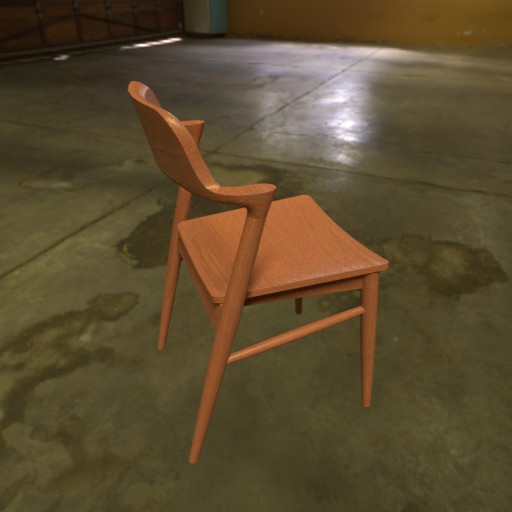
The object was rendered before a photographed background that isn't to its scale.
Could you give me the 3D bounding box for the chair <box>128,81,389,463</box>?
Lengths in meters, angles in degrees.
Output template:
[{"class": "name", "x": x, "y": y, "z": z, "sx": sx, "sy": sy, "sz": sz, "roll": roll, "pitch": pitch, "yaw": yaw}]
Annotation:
[{"class": "chair", "x": 0.000, "y": 0.000, "z": 1.090, "sx": 0.499, "sy": 0.801, "sz": 0.496, "roll": -11, "pitch": 33, "yaw": -18}]
